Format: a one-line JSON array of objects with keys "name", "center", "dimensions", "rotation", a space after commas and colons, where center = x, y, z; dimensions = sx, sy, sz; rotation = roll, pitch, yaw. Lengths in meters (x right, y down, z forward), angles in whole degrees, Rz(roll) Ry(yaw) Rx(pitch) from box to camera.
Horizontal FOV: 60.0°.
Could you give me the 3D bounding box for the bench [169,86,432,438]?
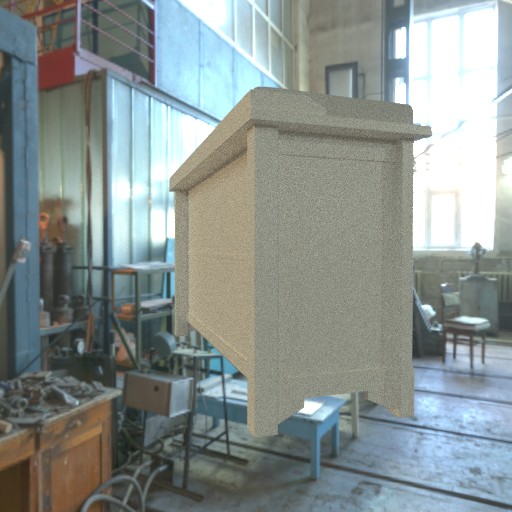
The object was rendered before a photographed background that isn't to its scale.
[{"name": "bench", "center": [0.000, 0.000, 1.225], "dimensions": [0.346, 0.589, 0.987], "rotation": [0, 1, -18]}]
